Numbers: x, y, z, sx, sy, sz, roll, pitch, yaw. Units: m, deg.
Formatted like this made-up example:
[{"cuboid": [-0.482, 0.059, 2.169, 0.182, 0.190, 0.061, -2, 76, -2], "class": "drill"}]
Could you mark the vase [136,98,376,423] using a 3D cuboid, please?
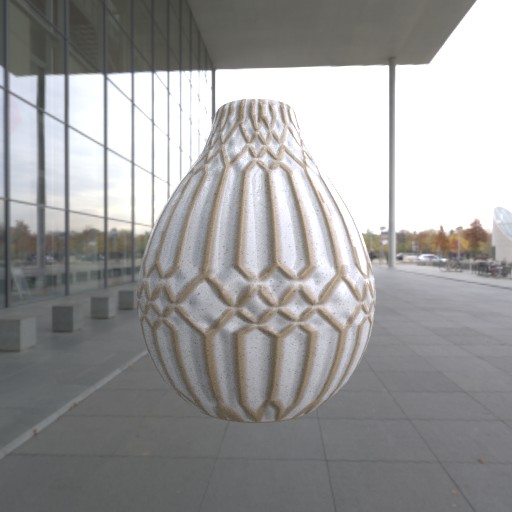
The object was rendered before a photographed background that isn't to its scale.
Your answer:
[{"cuboid": [0.000, 0.000, 0.305, 0.159, 0.200, 0.159, 0, 0, 0], "class": "vase"}]
